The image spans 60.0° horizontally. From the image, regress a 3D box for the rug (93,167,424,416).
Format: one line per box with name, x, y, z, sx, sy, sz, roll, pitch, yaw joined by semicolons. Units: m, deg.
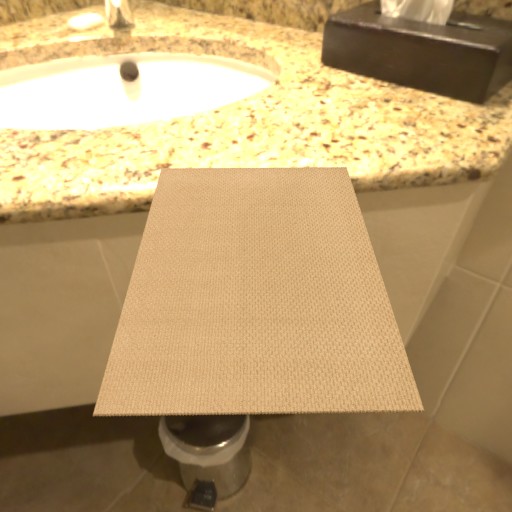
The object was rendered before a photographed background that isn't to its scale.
rug;0.000;0.000;2.814;1.509;0.013;2.144;-1;42;-1
